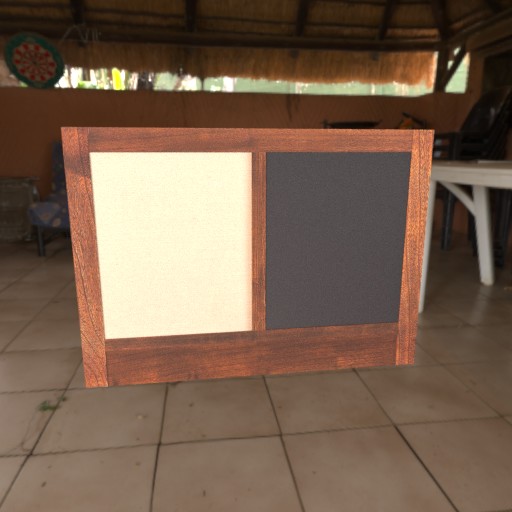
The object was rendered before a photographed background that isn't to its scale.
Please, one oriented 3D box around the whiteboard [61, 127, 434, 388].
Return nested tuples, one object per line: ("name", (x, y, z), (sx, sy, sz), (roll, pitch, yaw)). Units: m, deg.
("whiteboard", (0.000, 0.000, 1.007), (0.768, 0.553, 0.083), (-2, 13, -8))
